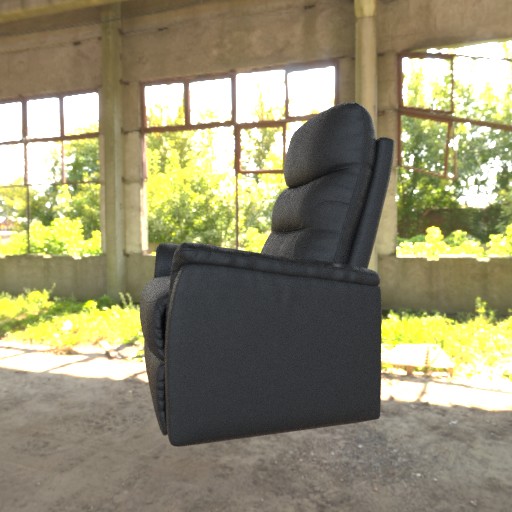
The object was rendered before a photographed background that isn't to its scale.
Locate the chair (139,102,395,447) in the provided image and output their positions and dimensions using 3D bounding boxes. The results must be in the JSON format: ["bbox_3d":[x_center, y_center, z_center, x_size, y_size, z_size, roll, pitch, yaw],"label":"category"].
[{"bbox_3d":[0.000,0.000,1.651,0.831,1.082,0.775,0,2,-17],"label":"chair"}]
